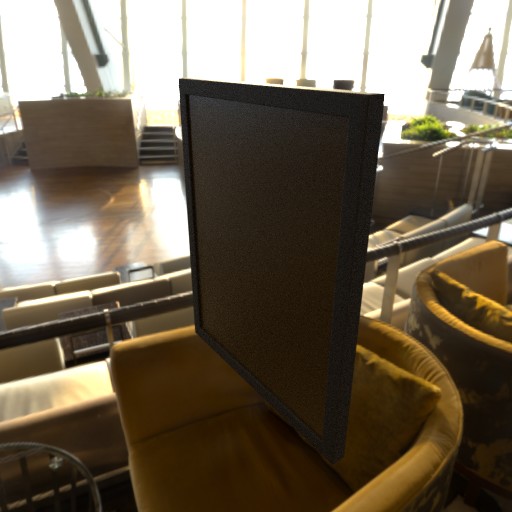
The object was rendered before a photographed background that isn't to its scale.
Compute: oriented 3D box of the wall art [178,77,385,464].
[{"bbox_3d":[0.000,0.000,0.768,0.028,0.558,0.457,-17,29,-32],"label":"wall art"}]
